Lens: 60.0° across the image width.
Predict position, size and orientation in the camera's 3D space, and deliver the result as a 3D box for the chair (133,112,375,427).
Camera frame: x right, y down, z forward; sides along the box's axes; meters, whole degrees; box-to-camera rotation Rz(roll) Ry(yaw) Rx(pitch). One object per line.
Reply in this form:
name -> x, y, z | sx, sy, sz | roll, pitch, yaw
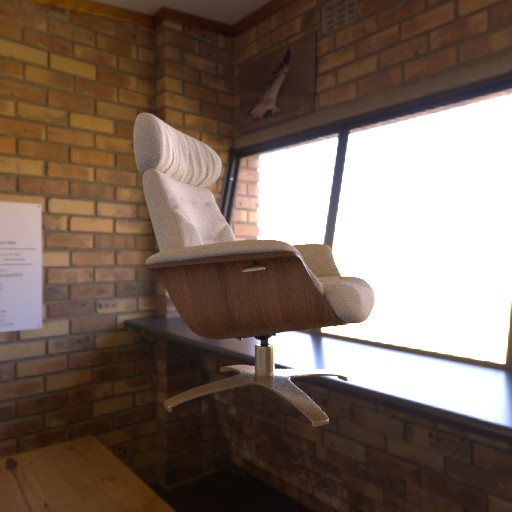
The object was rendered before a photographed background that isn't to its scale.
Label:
chair -> 0.000, 0.000, 1.611 | 0.837, 0.995, 0.785 | 0, 0, 18
